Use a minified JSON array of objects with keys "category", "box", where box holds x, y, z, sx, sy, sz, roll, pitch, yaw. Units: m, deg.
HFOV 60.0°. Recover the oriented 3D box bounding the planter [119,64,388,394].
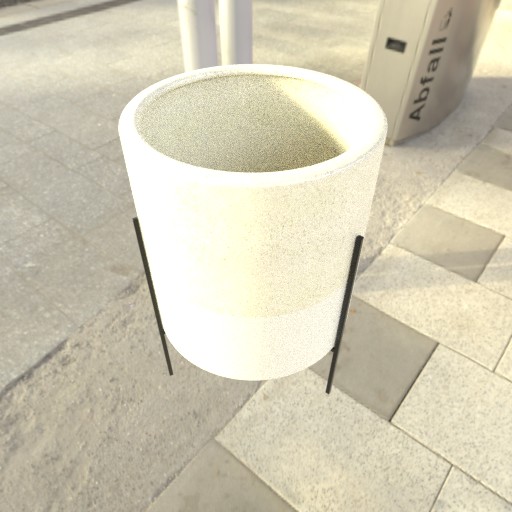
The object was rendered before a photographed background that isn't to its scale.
[{"category":"planter","box":[0.000,0.000,0.704,0.333,0.483,0.324,27,49,27]}]
